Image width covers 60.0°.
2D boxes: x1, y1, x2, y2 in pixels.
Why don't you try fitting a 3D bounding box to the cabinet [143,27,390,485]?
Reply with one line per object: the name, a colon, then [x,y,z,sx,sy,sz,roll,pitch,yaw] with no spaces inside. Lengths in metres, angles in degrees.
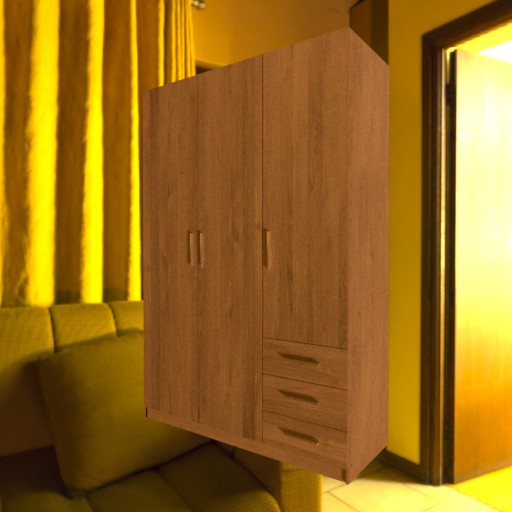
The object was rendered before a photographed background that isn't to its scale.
cabinet: [0.000,0.000,2.415,1.290,1.910,0.510,1,1,36]
